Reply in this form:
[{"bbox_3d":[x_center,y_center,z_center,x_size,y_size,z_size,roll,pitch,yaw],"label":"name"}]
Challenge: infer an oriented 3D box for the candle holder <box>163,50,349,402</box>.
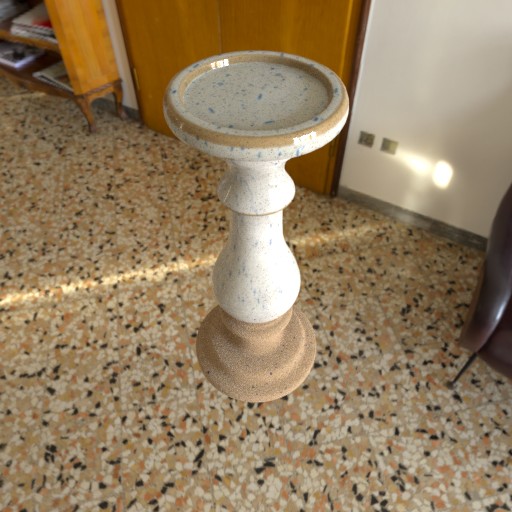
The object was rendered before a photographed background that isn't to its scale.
[{"bbox_3d":[0.000,0.000,0.254,0.088,0.203,0.088,0,48,0],"label":"candle holder"}]
